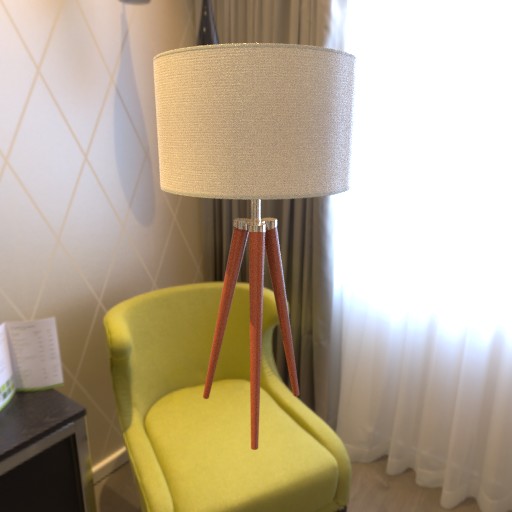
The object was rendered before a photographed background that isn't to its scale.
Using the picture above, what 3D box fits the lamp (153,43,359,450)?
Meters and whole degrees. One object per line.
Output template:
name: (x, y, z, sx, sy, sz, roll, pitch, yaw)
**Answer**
lamp: (0.000, 0.000, 0.878, 0.355, 0.709, 0.354, 2, 16, 6)
